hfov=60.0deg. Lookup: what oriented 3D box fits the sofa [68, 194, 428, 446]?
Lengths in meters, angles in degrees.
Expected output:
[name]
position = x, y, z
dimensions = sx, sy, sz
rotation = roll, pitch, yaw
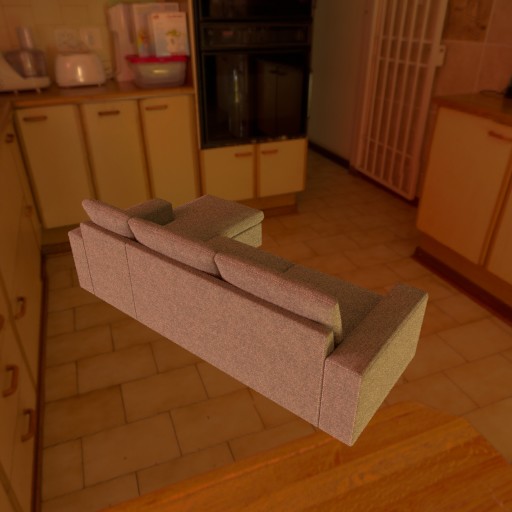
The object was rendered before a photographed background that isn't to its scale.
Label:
[sofa]
position = 0.000, 0.000, 3.644
dimensions = 2.718, 0.940, 1.689
rotation = 21, 36, 32
